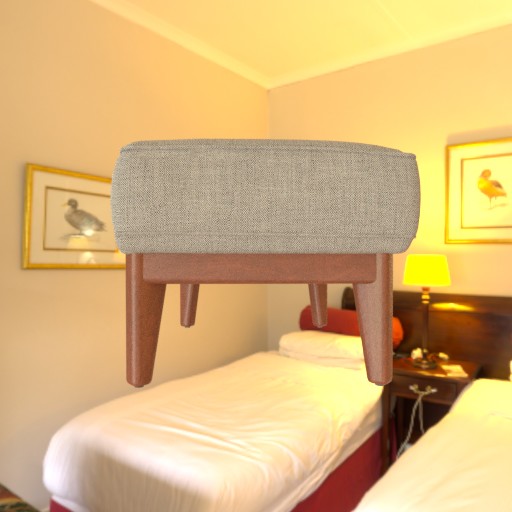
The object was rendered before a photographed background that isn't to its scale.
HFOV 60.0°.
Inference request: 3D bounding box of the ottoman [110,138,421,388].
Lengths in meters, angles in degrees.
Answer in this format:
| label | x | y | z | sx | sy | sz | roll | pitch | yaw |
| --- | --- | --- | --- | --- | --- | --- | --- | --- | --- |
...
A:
| label | x | y | z | sx | sy | sz | roll | pitch | yaw |
| --- | --- | --- | --- | --- | --- | --- | --- | --- | --- |
| ottoman | 0.000 | 0.000 | 1.102 | 0.555 | 0.458 | 0.750 | 0 | 0 | -1 |
